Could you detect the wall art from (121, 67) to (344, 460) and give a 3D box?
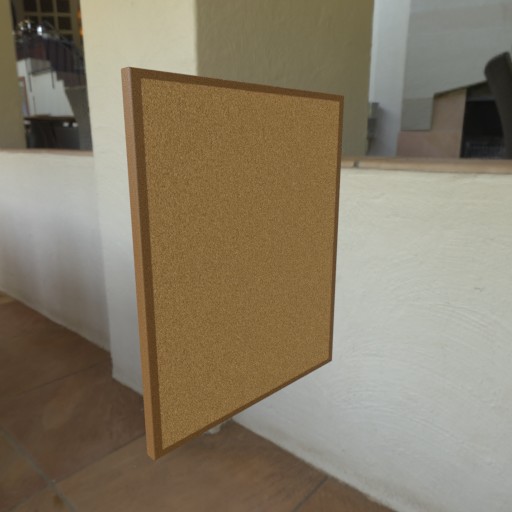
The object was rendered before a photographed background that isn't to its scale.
[{"bbox_3d":[0.000,0.000,0.757,0.449,0.550,0.021,-14,19,-43],"label":"wall art"}]
